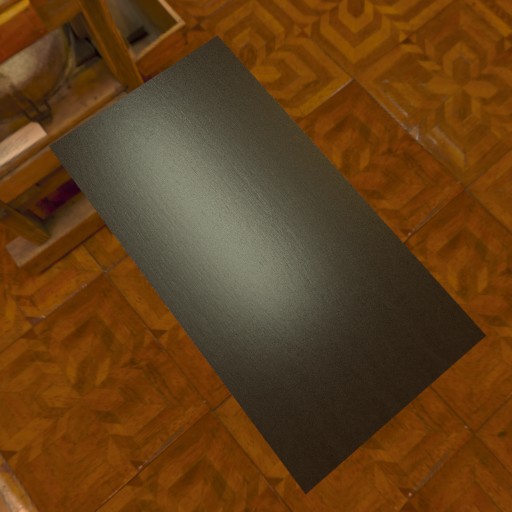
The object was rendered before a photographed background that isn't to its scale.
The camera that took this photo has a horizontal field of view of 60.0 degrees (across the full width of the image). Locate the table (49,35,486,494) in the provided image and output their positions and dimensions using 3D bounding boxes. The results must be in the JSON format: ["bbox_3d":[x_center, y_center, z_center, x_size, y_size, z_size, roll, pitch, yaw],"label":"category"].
[{"bbox_3d":[0.000,0.000,1.355,0.574,0.435,1.095,-37,79,-8],"label":"table"}]
